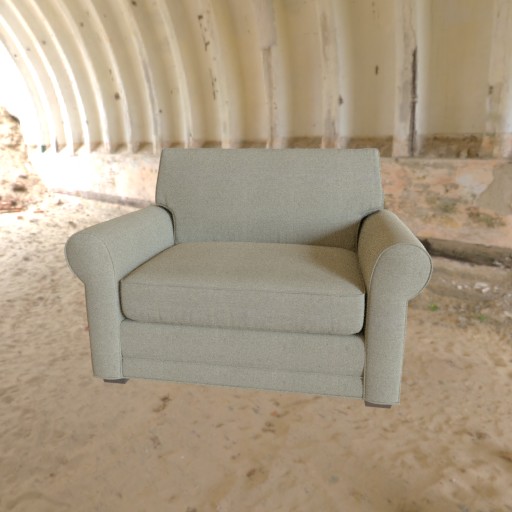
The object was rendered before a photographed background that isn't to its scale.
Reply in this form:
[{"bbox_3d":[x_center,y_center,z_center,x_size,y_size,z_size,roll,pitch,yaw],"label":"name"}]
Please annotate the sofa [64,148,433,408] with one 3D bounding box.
[{"bbox_3d":[0.000,0.000,2.099,1.405,0.991,0.936,2,14,9],"label":"sofa"}]
